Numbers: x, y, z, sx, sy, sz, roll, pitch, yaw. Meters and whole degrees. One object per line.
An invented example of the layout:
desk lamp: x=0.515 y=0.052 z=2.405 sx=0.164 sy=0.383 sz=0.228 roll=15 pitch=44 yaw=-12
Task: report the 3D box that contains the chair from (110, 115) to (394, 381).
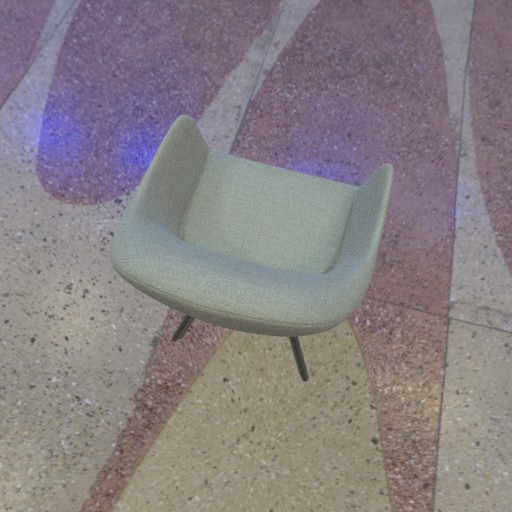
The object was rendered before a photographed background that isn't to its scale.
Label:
chair: x=0.000 y=0.000 z=1.149 sx=0.540 sy=0.780 sz=0.570 roll=15 pitch=66 yaw=7
